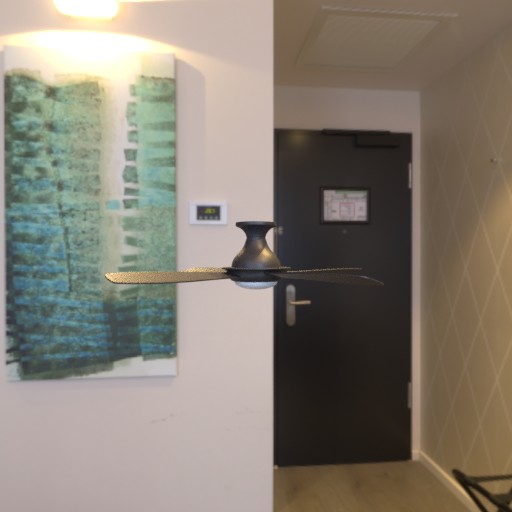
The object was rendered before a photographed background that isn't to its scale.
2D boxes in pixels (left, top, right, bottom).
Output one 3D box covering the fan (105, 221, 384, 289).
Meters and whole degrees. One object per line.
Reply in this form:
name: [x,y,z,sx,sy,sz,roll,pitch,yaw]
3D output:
fan: [0.000,0.000,2.537,1.694,0.382,1.694,0,0,-36]
